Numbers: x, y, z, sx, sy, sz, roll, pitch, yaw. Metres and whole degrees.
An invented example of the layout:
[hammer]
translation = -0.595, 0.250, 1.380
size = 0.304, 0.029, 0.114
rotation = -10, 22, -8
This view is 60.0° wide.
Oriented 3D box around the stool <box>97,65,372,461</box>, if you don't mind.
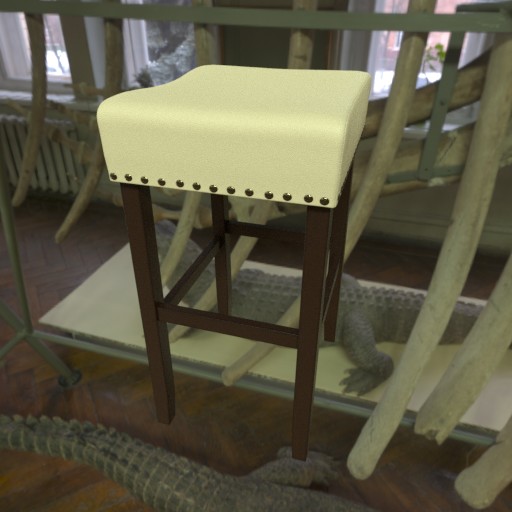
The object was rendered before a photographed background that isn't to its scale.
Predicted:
[stool]
translation = 0.000, 0.000, 1.027
size = 0.401, 0.762, 0.471
rotation = 9, 32, 15
